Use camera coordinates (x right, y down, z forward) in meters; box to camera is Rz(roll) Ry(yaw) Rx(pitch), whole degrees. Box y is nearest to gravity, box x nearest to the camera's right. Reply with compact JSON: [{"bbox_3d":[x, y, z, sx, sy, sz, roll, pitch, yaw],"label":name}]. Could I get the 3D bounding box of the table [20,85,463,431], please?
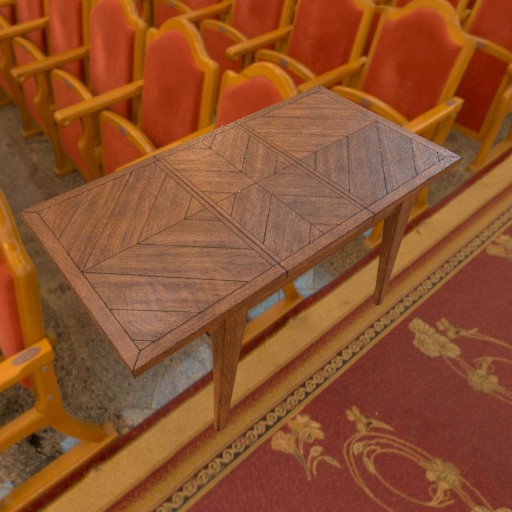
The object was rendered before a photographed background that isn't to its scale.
[{"bbox_3d":[0.000,0.000,1.845,1.400,0.760,0.757,-31,54,-26],"label":"table"}]
